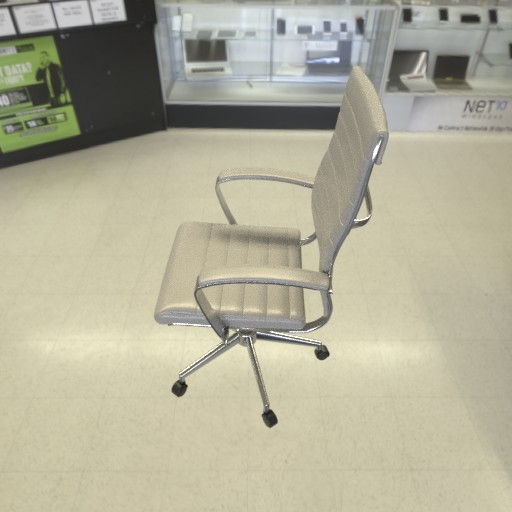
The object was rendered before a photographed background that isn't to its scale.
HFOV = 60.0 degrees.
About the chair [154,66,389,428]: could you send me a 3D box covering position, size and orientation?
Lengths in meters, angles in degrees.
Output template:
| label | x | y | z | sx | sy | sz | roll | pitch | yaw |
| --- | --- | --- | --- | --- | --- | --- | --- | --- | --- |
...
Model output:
| label | x | y | z | sx | sy | sz | roll | pitch | yaw |
| --- | --- | --- | --- | --- | --- | --- | --- | --- | --- |
| chair | 0.000 | 0.000 | 1.545 | 0.667 | 1.149 | 0.679 | 1 | 41 | 2 |
